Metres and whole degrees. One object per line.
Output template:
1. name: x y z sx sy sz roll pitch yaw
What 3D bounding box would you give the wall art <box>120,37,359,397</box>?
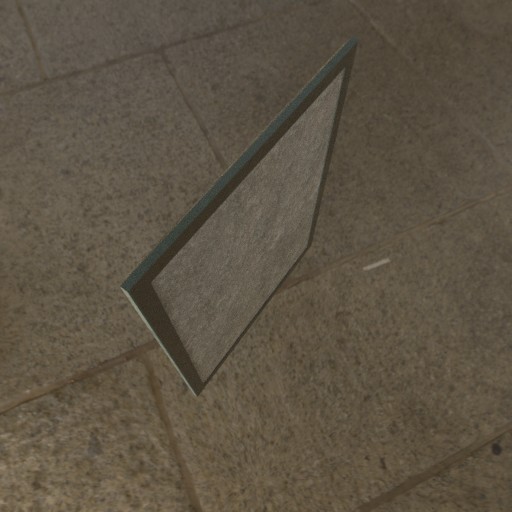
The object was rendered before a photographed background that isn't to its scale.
1. wall art: 0.000 0.000 1.311 0.030 0.983 0.767 32 67 16
